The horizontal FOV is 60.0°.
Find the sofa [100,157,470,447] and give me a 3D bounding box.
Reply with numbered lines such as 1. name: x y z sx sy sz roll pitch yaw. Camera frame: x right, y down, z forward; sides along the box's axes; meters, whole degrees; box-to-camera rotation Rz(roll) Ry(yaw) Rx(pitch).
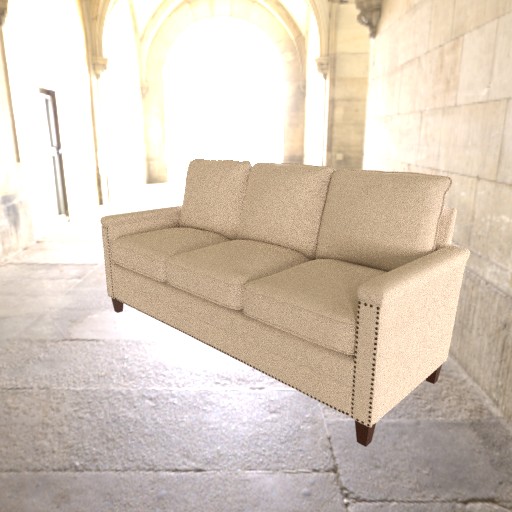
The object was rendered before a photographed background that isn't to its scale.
1. sofa: 0.000 0.000 2.382 1.925 0.961 0.828 15 21 42
